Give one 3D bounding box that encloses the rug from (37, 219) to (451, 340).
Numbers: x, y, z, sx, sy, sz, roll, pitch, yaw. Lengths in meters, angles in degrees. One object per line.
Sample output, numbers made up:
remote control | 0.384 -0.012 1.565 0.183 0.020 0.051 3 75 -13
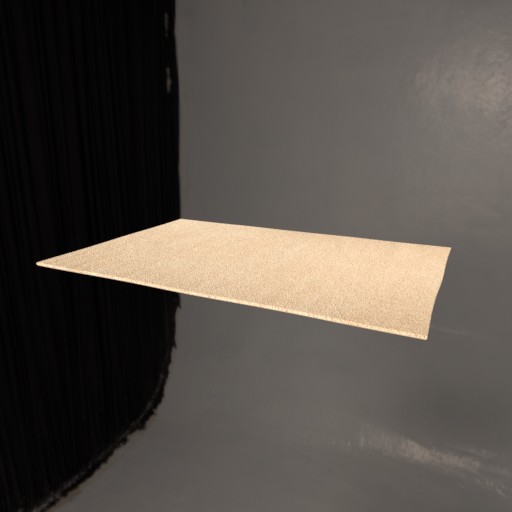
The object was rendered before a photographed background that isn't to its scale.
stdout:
rug | 0.000 0.000 3.450 2.699 0.025 1.800 8 18 25
